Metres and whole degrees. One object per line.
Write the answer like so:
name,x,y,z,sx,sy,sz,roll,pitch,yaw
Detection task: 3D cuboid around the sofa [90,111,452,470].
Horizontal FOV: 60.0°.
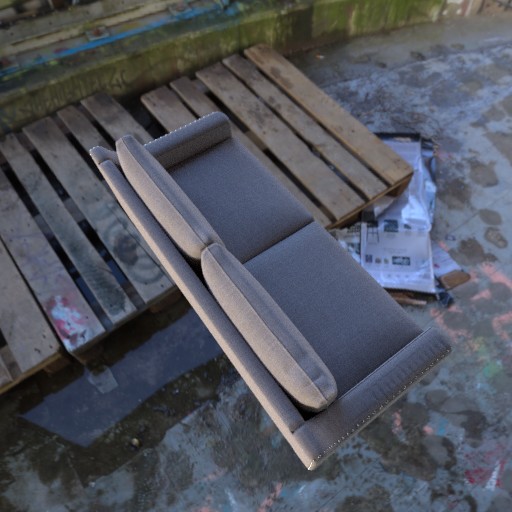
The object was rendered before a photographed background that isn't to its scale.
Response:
sofa,0.000,0.000,2.683,1.000,0.857,2.208,-32,63,-18
